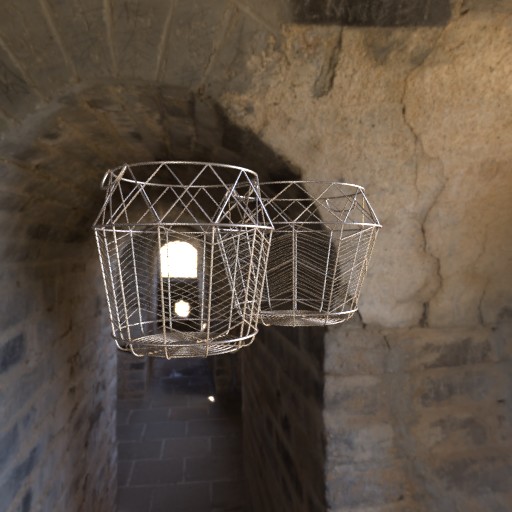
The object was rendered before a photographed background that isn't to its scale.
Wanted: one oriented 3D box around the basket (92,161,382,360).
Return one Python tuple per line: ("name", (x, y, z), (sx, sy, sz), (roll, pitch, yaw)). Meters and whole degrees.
("basket", (0.000, 0.000, 1.047), (0.451, 0.343, 0.805), (1, 1, 36))
